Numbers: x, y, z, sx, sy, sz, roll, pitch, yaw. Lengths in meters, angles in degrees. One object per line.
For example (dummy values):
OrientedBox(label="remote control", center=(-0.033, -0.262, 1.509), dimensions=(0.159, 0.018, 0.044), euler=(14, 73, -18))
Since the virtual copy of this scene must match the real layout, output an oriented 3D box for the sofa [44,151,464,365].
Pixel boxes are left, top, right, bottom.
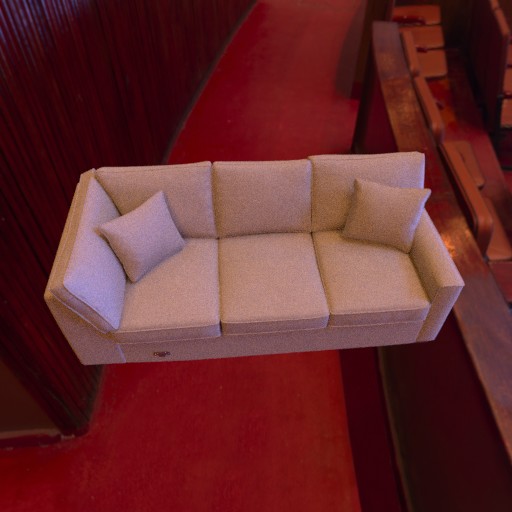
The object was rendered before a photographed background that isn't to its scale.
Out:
OrientedBox(label="sofa", center=(0.000, 0.000, 2.885), dimensions=(2.317, 0.962, 1.061), euler=(-4, 47, -3))
